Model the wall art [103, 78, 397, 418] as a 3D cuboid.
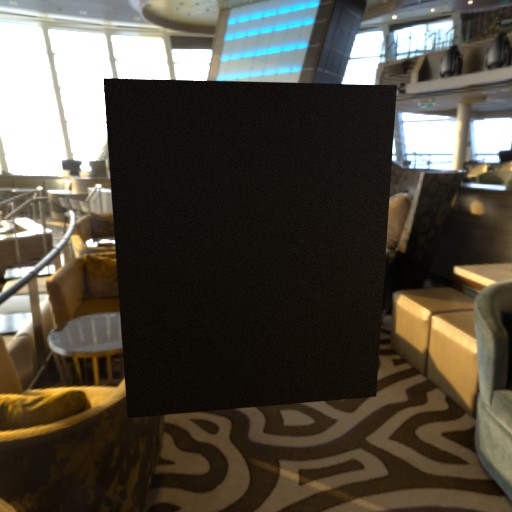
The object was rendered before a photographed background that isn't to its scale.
[{"bbox_3d":[0.000,0.000,0.758,0.457,0.557,0.028,-2,13,-9],"label":"wall art"}]
